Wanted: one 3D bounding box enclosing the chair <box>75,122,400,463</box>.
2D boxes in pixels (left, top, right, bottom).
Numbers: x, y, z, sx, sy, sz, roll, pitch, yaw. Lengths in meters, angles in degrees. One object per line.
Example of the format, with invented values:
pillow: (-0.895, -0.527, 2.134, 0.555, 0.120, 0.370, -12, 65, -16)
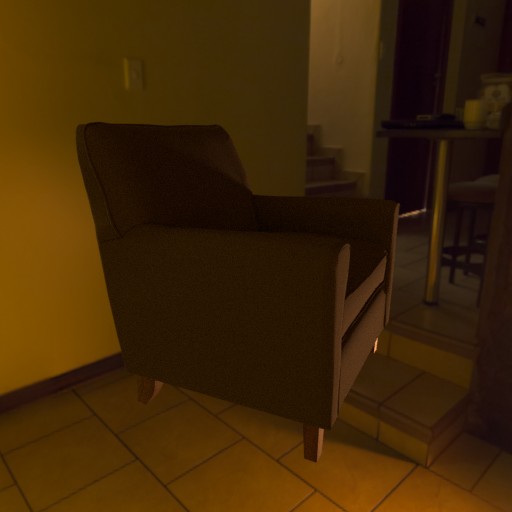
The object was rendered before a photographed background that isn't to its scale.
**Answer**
chair: (0.000, 0.000, 1.578, 0.831, 0.911, 0.836, 8, 18, 26)
